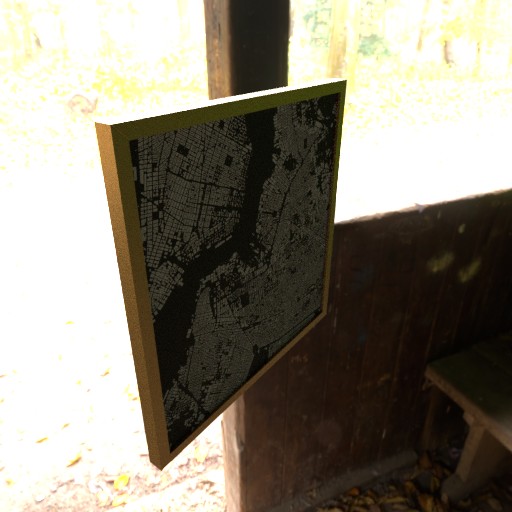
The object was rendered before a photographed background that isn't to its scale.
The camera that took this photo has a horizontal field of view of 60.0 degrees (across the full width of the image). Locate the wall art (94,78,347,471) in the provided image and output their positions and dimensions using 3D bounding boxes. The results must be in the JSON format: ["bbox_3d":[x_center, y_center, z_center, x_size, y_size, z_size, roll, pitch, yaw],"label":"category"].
[{"bbox_3d":[0.000,0.000,2.789,0.099,1.926,1.926,19,33,32],"label":"wall art"}]
